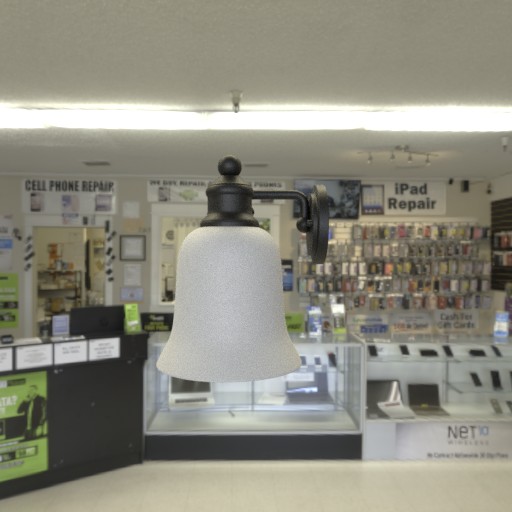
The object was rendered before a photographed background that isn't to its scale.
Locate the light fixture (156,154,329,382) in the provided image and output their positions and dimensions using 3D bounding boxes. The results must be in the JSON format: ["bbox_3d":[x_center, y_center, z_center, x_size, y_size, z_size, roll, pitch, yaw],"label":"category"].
[{"bbox_3d":[0.000,0.000,0.659,0.198,0.211,0.570,0,0,0],"label":"light fixture"}]
